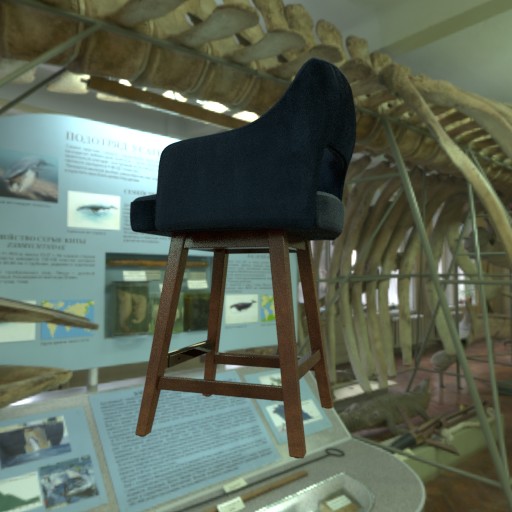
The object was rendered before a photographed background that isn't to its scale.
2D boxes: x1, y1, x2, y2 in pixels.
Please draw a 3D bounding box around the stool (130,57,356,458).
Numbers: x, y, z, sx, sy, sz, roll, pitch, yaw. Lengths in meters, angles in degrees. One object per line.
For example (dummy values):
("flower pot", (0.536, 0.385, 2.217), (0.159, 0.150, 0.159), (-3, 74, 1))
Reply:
("stool", (0.000, 0.000, 1.276), (0.560, 0.940, 0.550), (-1, -2, 19))
